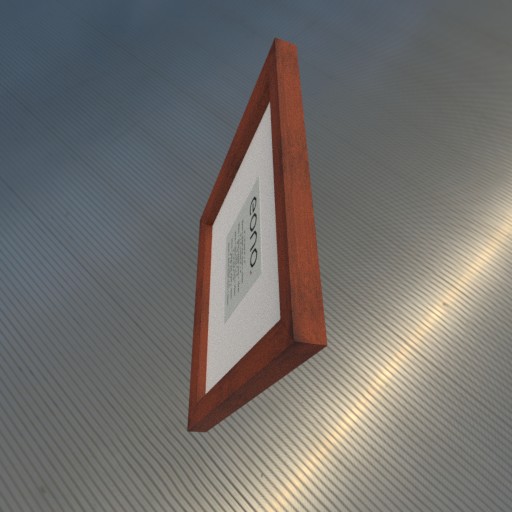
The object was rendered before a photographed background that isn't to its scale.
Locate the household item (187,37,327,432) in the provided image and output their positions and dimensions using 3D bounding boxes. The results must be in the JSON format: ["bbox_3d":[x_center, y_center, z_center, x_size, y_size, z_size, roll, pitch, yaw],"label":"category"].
[{"bbox_3d":[0.000,0.000,0.375,0.131,0.240,0.240,-1,59,0],"label":"household item"}]
